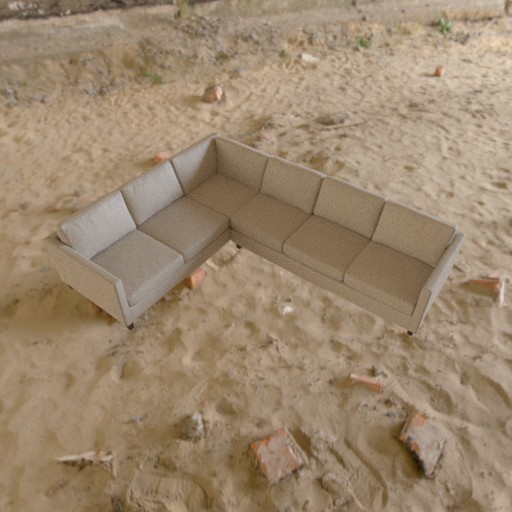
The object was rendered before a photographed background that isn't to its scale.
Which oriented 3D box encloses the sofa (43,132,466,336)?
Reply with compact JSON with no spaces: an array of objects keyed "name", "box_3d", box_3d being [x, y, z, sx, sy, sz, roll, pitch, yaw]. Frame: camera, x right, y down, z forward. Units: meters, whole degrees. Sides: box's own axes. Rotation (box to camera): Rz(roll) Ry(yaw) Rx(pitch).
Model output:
[{"name":"sofa","box_3d":[0.000,0.000,4.324,3.182,0.863,2.432,27,49,26]}]
